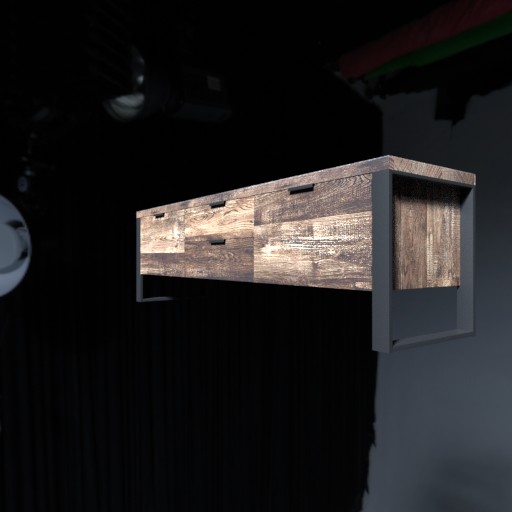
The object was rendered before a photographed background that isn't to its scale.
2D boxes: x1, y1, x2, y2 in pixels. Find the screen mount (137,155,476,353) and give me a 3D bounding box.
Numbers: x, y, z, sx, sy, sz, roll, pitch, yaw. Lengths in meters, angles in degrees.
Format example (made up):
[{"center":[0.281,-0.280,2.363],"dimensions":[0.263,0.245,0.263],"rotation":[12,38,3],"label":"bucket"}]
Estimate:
[{"center":[0.000,0.000,1.730],"dimensions":[0.395,0.450,1.524],"rotation":[0,0,-36],"label":"screen mount"}]
